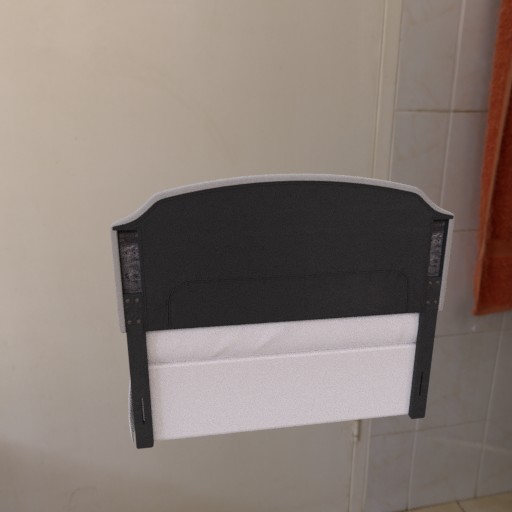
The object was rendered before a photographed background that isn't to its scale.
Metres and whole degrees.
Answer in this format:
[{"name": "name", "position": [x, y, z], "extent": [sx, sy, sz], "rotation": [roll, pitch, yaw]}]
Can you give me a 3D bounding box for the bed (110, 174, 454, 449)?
[{"name": "bed", "position": [0.000, 0.000, 2.972], "extent": [1.558, 1.270, 1.999], "rotation": [-3, 16, -9]}]
